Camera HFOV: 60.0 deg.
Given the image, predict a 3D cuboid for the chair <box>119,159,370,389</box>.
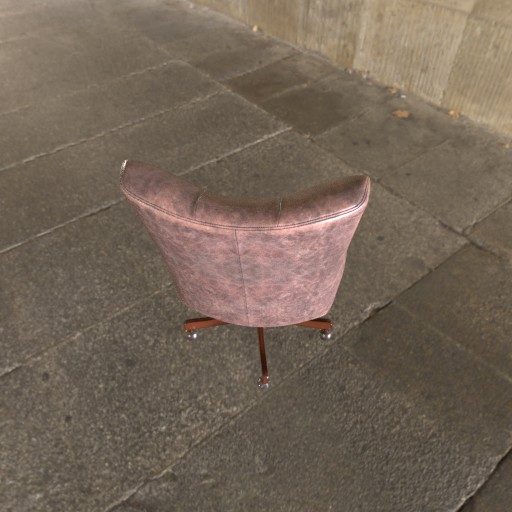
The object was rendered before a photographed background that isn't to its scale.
[{"bbox_3d":[0.000,0.000,1.530,0.641,1.035,0.762,5,45,5],"label":"chair"}]
